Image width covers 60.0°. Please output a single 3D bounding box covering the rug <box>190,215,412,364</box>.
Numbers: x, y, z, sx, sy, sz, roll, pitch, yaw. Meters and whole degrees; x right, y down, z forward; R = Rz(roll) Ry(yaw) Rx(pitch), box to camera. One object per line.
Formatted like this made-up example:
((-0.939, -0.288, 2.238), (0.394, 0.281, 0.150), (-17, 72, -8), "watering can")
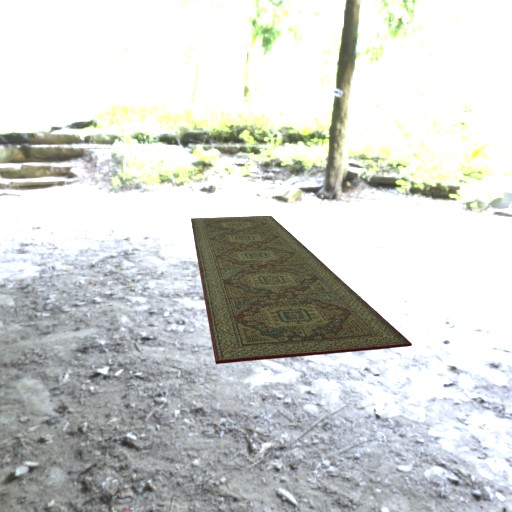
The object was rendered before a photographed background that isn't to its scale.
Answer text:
((0.000, 0.000, 2.508), (0.659, 0.015, 2.292), (-3, 16, -10), "rug")
